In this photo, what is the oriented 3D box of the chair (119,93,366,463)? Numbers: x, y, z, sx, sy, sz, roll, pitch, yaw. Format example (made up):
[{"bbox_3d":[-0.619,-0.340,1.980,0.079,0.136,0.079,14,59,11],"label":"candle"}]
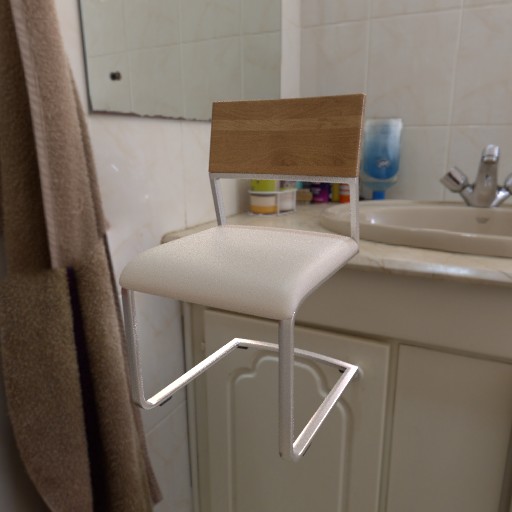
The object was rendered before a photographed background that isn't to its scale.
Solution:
[{"bbox_3d":[0.000,0.000,1.207,0.467,0.844,0.585,7,16,28],"label":"chair"}]
